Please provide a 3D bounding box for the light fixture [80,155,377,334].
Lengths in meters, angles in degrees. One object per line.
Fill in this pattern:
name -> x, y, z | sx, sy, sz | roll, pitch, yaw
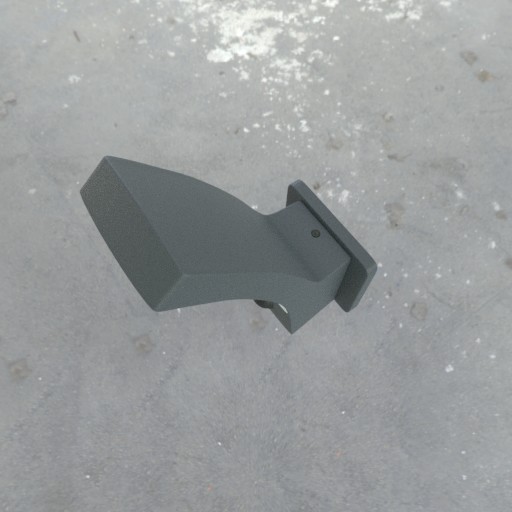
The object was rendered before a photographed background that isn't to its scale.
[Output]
light fixture -> 0.000, 0.000, 0.331 | 0.174, 0.243, 0.108 | -32, 67, -15
